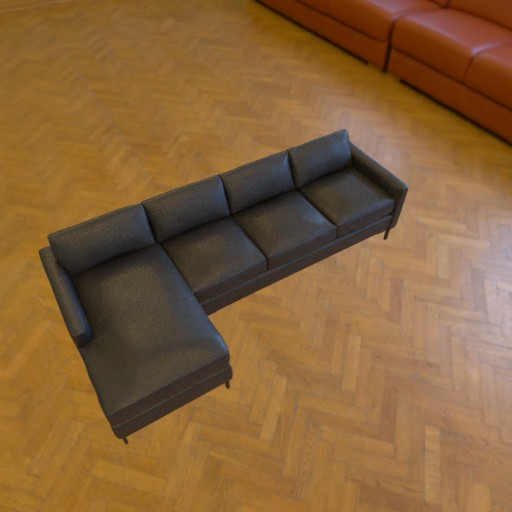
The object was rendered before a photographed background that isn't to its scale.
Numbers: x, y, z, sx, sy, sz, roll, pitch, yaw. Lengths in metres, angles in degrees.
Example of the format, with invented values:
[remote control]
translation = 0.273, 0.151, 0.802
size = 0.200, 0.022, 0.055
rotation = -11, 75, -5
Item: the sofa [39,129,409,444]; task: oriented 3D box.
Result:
[sofa]
translation = 0.000, 0.000, 3.610
size = 2.993, 0.859, 1.471
rotation = -24, 52, -21
